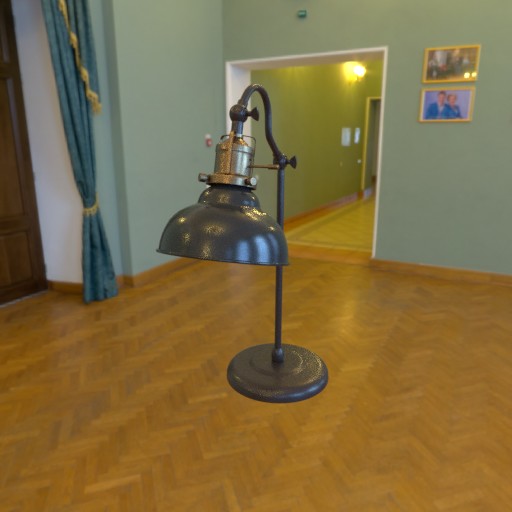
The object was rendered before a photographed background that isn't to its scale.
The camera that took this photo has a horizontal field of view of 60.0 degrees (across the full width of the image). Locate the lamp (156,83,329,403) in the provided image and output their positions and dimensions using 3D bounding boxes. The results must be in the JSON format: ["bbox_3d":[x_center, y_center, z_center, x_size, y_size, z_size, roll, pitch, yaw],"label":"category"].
[{"bbox_3d":[0.000,0.000,0.696,0.192,0.508,0.374,7,17,25],"label":"lamp"}]
